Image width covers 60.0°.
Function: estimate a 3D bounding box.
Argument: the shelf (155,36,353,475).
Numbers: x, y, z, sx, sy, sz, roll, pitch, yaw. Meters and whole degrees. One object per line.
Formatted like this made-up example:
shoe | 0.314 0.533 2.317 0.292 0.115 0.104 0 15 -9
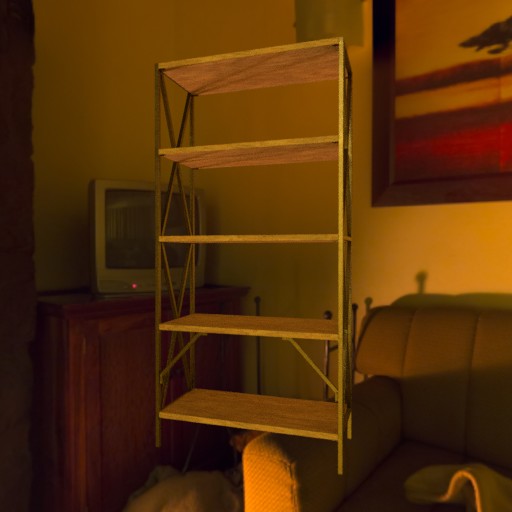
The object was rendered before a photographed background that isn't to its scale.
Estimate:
shelf | 0.000 0.000 2.138 0.874 1.803 0.386 0 1 18
